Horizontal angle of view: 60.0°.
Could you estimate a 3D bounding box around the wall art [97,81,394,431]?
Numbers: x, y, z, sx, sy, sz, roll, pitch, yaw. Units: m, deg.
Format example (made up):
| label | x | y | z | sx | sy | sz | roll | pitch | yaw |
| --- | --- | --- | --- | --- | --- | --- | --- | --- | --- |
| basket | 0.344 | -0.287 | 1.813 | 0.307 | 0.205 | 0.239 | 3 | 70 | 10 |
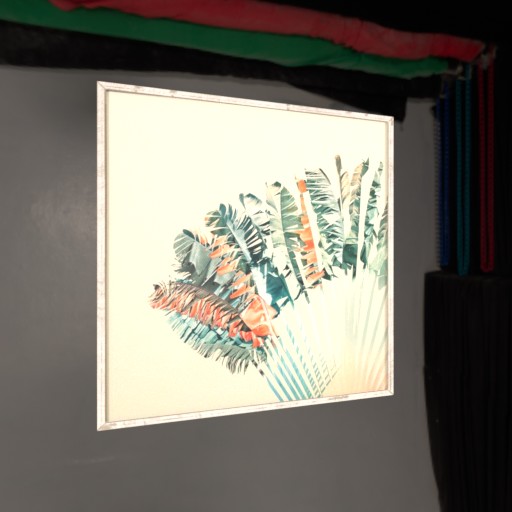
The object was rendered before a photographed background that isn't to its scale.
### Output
| label | x | y | z | sx | sy | sz | roll | pitch | yaw |
| --- | --- | --- | --- | --- | --- | --- | --- | --- | --- |
| wall art | 0.000 | 0.000 | 0.452 | 0.305 | 0.303 | 0.038 | 0 | 0 | -19 |
